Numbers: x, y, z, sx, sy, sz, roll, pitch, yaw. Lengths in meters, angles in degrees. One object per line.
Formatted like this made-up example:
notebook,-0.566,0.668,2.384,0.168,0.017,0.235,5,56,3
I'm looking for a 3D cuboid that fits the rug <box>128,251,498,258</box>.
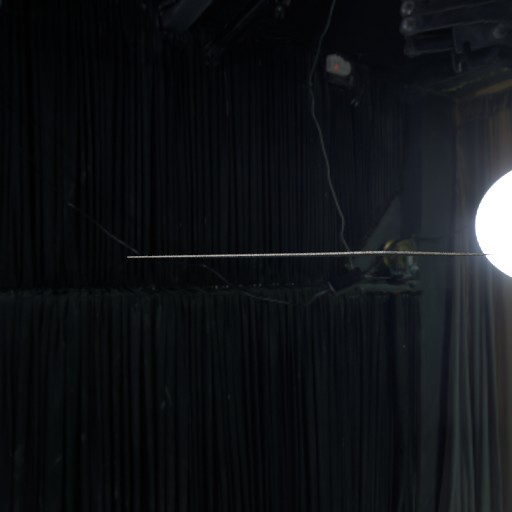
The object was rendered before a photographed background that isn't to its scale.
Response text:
rug,0.000,0.000,2.591,0.706,0.009,2.443,0,-1,-35
